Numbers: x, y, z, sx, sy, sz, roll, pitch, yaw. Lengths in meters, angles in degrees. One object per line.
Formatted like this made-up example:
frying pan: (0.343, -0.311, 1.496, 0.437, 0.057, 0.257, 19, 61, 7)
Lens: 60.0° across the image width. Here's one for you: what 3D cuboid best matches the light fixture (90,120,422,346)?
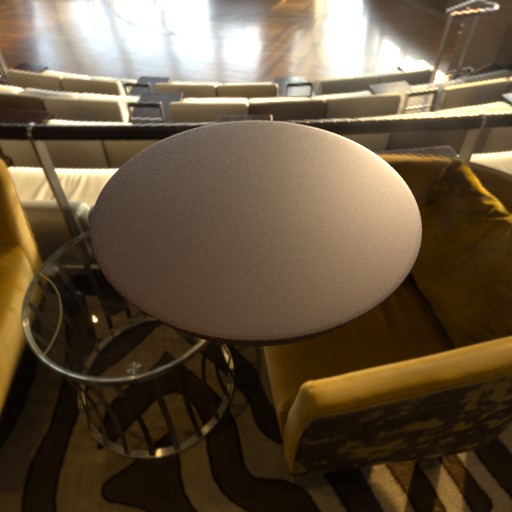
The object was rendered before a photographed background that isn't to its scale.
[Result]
light fixture: (0.000, 0.000, 0.434, 0.280, 0.135, 0.280, 0, 46, 0)
